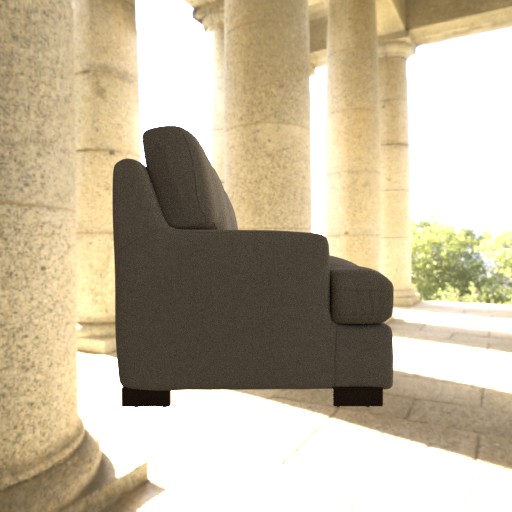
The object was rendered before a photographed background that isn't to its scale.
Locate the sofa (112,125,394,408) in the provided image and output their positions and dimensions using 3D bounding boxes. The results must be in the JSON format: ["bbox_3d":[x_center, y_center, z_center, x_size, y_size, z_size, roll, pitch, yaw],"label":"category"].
[{"bbox_3d":[0.000,0.000,2.368,0.962,0.980,1.855,0,1,0],"label":"sofa"}]
